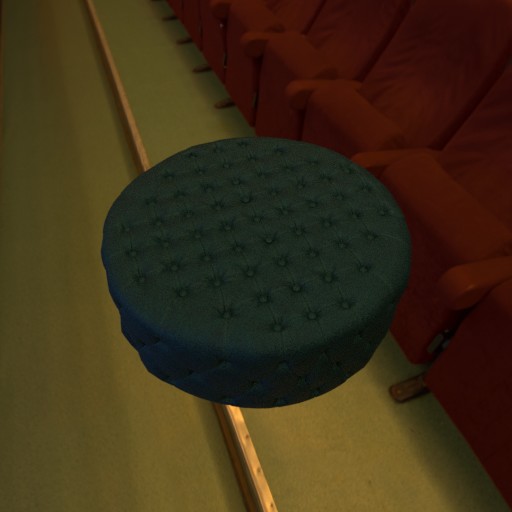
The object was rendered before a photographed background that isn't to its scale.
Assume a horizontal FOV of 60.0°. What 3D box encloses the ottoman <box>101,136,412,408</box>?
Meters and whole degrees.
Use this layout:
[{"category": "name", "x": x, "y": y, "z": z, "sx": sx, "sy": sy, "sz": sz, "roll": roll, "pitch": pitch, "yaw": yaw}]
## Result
[{"category": "ottoman", "x": 0.000, "y": 0.000, "z": 1.542, "sx": 0.998, "sy": 0.398, "sz": 0.998, "roll": 0, "pitch": 48, "yaw": 0}]
